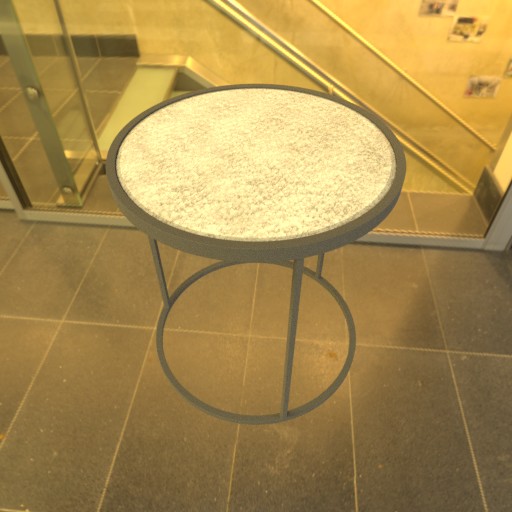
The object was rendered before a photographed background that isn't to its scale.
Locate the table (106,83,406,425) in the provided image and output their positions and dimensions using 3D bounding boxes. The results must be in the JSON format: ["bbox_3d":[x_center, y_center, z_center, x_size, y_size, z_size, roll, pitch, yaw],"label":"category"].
[{"bbox_3d":[0.000,0.000,0.888,0.470,0.498,0.470,0,45,0],"label":"table"}]
